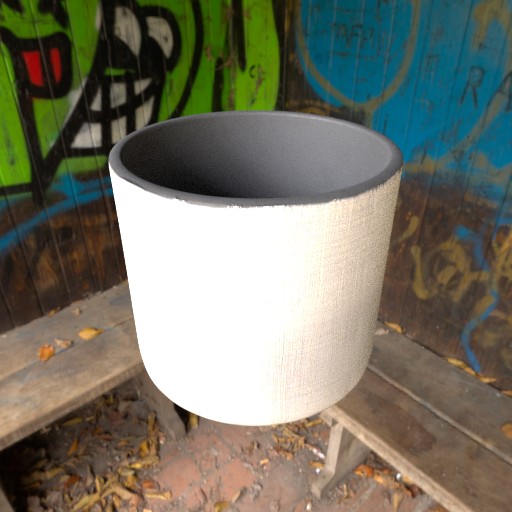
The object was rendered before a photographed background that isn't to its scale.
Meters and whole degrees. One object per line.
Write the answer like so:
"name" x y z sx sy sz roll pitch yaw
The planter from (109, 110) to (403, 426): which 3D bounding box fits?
"planter" 0.000 0.000 0.389 0.221 0.201 0.221 0 32 0
